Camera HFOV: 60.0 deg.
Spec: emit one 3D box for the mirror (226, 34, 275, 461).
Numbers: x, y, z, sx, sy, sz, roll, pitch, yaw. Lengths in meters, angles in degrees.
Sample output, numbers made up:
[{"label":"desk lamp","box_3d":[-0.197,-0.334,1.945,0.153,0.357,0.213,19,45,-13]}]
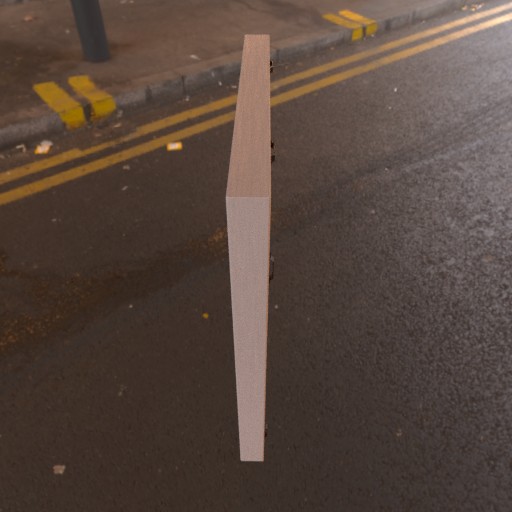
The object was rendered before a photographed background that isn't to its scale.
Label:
[{"label":"mirror","box_3d":[0.000,0.000,0.674,0.041,0.508,0.405,1,43,1]}]
